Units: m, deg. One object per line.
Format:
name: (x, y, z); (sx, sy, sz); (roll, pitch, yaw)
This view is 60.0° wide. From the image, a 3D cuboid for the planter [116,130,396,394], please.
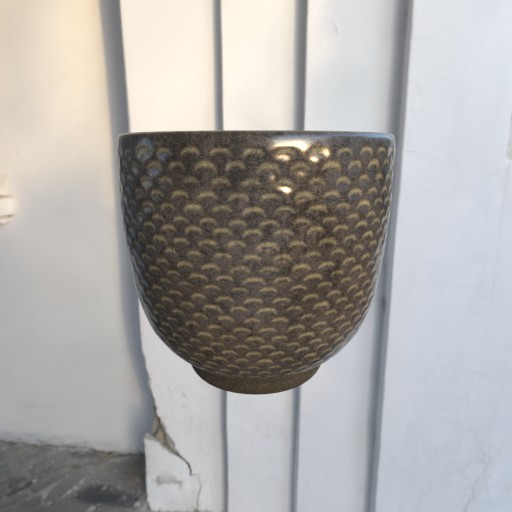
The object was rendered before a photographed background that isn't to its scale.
planter: (0.000, 0.000, 0.302); (0.172, 0.160, 0.172); (0, 14, 0)
